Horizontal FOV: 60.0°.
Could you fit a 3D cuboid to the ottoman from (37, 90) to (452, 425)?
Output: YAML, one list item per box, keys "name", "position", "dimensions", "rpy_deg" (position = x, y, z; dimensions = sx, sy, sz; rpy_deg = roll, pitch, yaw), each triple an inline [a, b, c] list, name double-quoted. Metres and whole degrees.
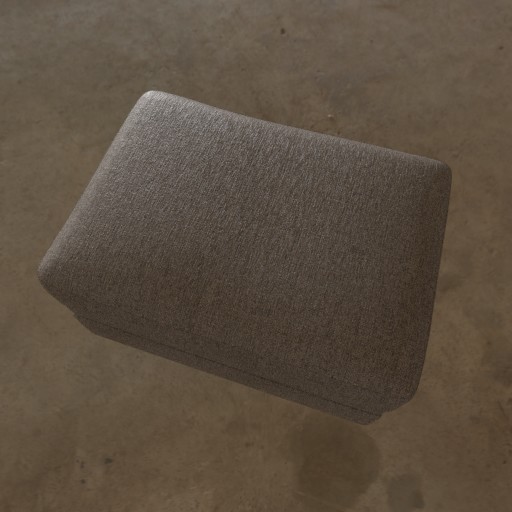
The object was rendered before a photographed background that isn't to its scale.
- name: "ottoman"
  position: [0.000, 0.000, 1.219]
  dimensions: [0.885, 0.478, 0.637]
  rpy_deg: [16, 65, 8]
